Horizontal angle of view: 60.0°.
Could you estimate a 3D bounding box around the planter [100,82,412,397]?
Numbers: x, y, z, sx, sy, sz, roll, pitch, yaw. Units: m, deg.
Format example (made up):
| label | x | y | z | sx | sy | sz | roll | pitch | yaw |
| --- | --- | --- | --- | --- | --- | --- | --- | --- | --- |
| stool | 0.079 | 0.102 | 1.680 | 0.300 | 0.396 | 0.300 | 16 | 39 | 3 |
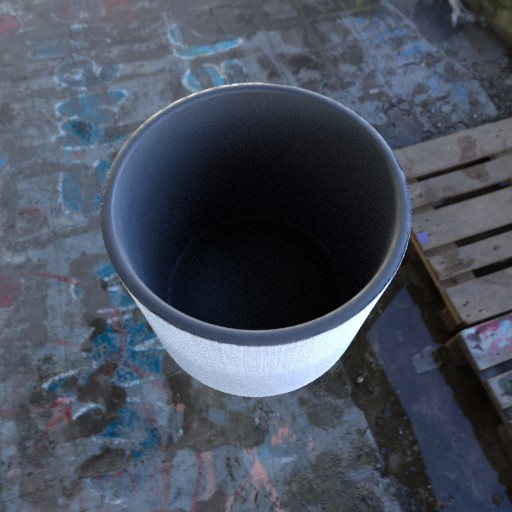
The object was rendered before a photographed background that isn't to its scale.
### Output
| label | x | y | z | sx | sy | sz | roll | pitch | yaw |
| --- | --- | --- | --- | --- | --- | --- | --- | --- | --- |
| planter | 0.000 | 0.000 | 0.399 | 0.221 | 0.201 | 0.221 | 0 | 64 | 0 |
